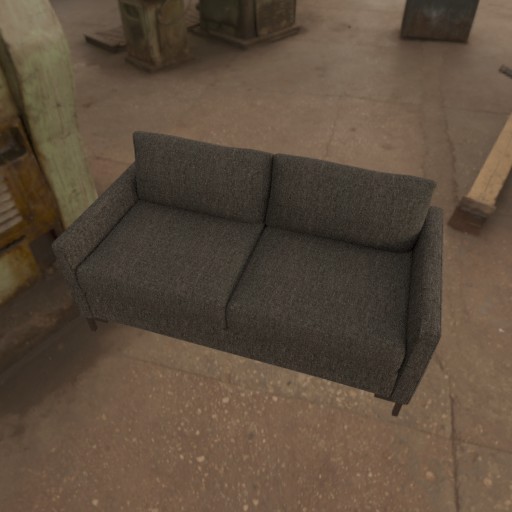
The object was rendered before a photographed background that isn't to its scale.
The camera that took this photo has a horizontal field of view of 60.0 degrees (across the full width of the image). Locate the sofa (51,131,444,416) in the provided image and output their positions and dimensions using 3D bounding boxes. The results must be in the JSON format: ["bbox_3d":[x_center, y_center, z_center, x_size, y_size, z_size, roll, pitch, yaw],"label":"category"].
[{"bbox_3d":[0.000,0.000,2.221,1.716,0.862,0.866,12,44,13],"label":"sofa"}]
